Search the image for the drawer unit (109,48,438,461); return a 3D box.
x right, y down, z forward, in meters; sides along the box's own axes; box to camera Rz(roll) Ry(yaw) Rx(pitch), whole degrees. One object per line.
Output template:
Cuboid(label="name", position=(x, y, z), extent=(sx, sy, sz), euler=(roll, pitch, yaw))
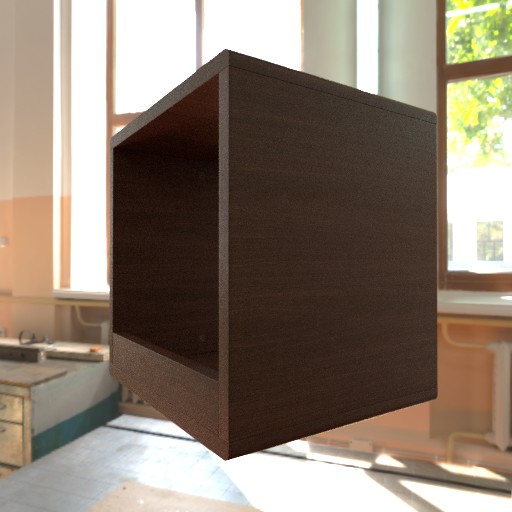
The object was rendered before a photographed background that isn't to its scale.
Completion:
Cuboid(label="drawer unit", position=(0.000, 0.000, 0.596), extent=(0.290, 0.351, 0.349), euler=(0, -1, -34))
